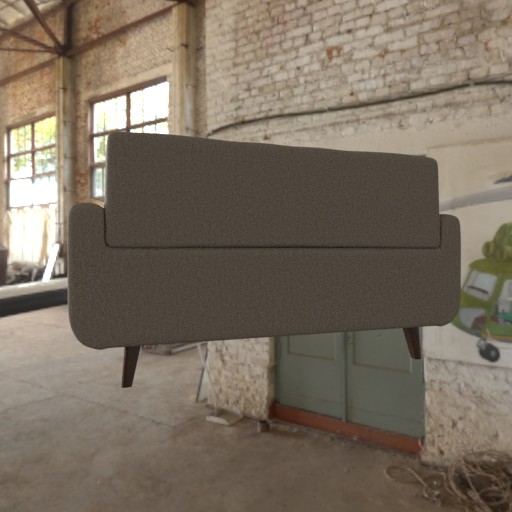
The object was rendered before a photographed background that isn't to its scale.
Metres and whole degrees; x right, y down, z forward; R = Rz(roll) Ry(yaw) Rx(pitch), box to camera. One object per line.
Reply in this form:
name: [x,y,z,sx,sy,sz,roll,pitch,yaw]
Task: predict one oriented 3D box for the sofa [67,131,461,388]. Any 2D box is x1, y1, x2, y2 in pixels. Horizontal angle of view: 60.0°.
sofa: [0.000,0.000,2.183,1.651,0.925,0.952,0,1,-19]
